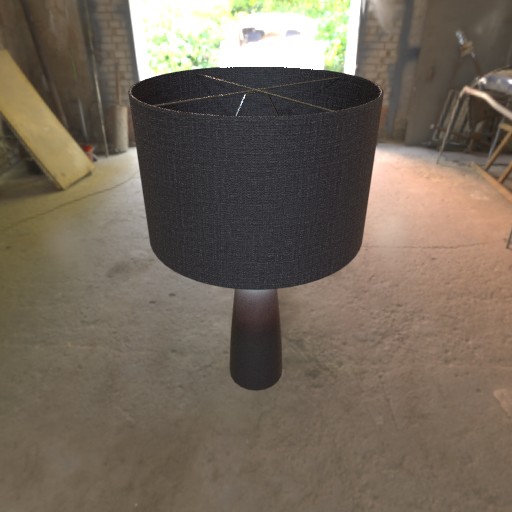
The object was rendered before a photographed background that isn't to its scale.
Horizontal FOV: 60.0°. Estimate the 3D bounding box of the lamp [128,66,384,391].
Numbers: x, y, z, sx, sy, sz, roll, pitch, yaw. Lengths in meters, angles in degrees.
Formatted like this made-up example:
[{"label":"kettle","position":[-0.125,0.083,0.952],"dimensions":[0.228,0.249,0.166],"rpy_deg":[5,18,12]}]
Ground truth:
[{"label":"lamp","position":[0.000,0.000,0.668],"dimensions":[0.303,0.488,0.303],"rpy_deg":[0,32,0]}]
